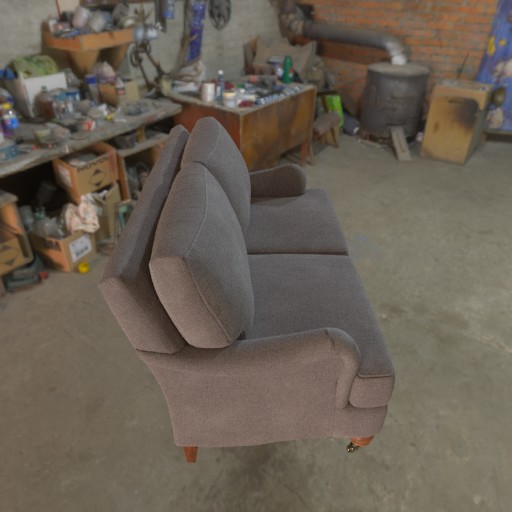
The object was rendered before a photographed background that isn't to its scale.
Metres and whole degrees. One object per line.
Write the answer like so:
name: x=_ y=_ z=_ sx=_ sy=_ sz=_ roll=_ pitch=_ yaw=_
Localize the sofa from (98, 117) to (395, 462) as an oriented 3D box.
sofa: x=0.000 y=0.000 z=2.437 sx=1.084 sy=1.101 sz=1.853 roll=-1 pitch=32 yaw=-1
